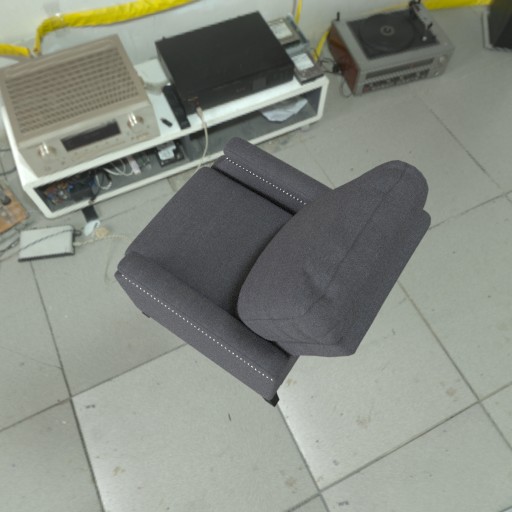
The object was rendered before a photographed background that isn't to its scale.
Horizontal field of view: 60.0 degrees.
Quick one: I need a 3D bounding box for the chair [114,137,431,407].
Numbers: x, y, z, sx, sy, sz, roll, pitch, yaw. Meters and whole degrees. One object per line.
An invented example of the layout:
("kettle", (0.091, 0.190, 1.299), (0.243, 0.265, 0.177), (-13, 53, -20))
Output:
("chair", (0.000, 0.000, 1.647), (0.922, 1.049, 0.710), (32, 68, 14))
